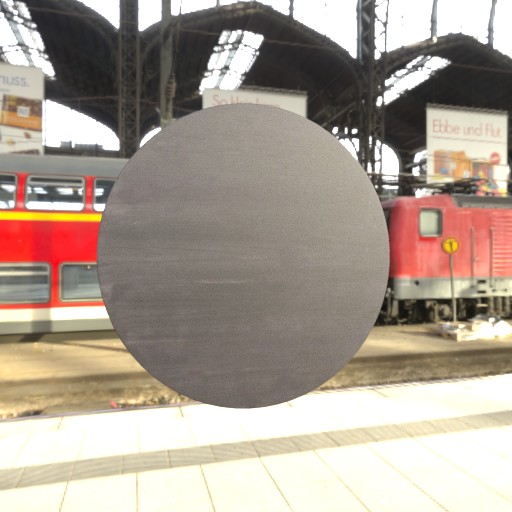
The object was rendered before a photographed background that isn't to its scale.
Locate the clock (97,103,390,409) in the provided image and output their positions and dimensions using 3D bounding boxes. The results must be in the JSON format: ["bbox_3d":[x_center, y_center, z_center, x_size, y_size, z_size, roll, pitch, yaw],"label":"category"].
[{"bbox_3d":[0.000,0.000,0.881,0.595,0.595,0.029,0,0,-17],"label":"clock"}]
